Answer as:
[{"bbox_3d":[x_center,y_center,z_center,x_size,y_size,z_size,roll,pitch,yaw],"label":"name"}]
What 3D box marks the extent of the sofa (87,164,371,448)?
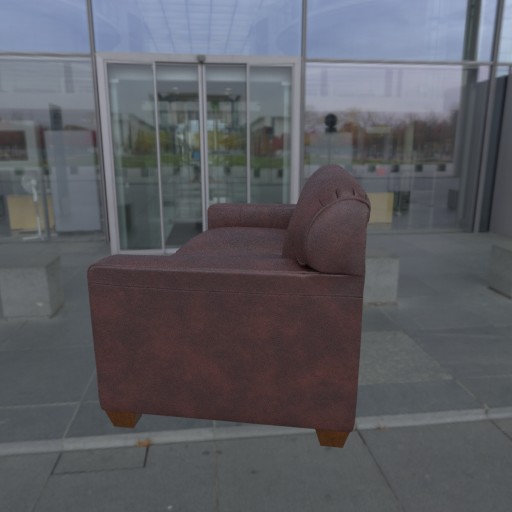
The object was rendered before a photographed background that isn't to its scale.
[{"bbox_3d":[0.000,0.000,2.381,1.000,0.966,1.856,2,14,8],"label":"sofa"}]
